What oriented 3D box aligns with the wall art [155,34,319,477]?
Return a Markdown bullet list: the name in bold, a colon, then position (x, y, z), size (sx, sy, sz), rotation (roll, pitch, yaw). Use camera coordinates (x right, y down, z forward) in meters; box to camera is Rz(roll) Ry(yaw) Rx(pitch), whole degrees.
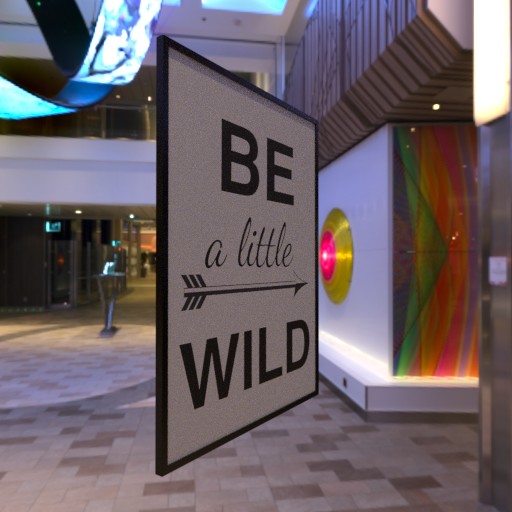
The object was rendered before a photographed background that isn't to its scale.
- **wall art**: position (0.000, 0.000, 0.767), size (0.013, 0.582, 0.442), rotation (0, -1, 35)
